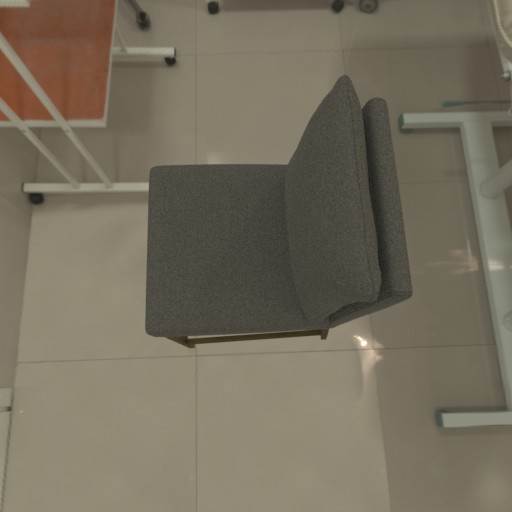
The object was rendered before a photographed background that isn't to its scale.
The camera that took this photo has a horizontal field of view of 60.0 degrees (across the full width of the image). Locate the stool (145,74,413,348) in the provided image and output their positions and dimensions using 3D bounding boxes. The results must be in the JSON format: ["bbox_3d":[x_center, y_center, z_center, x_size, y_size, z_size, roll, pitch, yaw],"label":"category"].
[{"bbox_3d":[0.000,0.000,1.293,0.569,1.030,0.463,-2,75,-1],"label":"stool"}]
